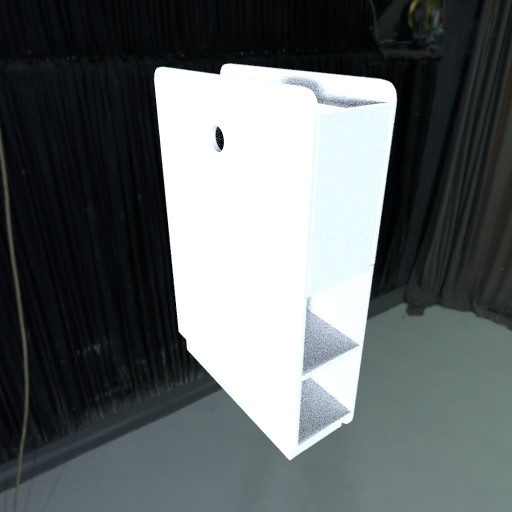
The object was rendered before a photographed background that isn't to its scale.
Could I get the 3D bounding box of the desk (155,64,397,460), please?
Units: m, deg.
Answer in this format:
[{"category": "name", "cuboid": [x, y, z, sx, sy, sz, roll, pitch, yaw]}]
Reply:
[{"category": "desk", "cuboid": [0.000, 0.000, 1.549, 0.278, 1.190, 0.795, -18, 32, -32]}]
